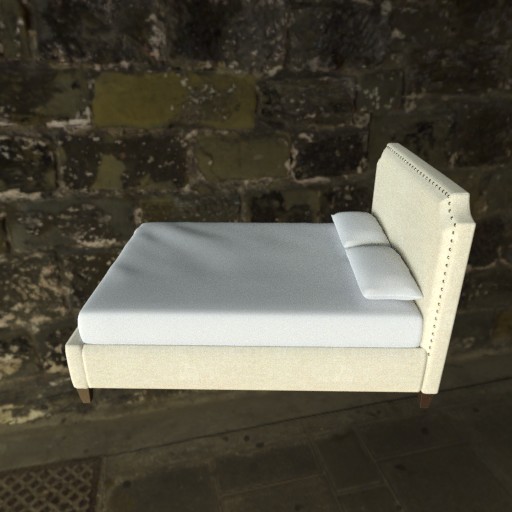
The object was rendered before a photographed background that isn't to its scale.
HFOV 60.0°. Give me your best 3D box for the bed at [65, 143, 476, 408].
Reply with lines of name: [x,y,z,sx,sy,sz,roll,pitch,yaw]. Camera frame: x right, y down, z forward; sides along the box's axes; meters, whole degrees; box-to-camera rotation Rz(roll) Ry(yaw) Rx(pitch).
bed: [0.000,0.000,3.402,2.381,1.457,1.713,0,25,1]
